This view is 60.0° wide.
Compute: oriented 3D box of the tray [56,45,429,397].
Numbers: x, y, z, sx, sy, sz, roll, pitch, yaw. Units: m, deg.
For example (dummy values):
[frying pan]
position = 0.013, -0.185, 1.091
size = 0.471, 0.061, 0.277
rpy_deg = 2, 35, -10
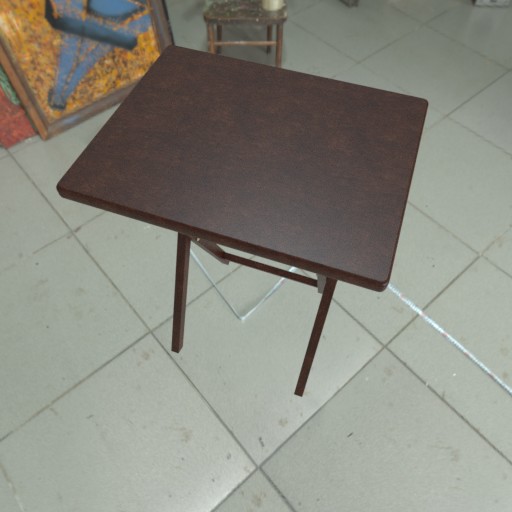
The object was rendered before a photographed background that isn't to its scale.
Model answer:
[tray]
position = 0.000, 0.000, 0.964
size = 0.483, 0.660, 0.381
rpy_deg = 17, 58, 11
